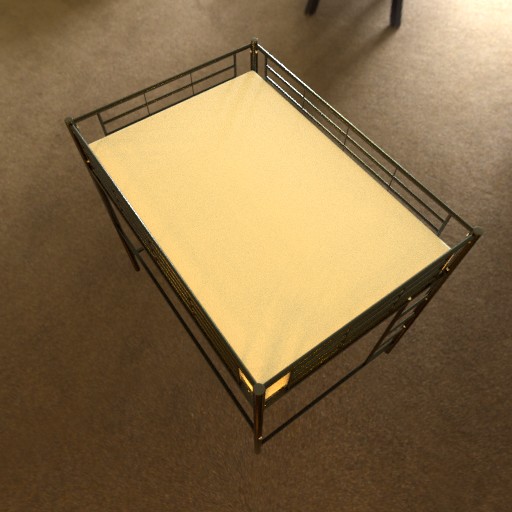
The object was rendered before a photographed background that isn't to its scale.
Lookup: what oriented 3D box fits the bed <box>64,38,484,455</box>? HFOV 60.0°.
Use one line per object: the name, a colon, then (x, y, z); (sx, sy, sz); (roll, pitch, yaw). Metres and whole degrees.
bed: (0.000, 0.000, 3.186); (1.397, 1.803, 1.994); (-31, 64, -17)
